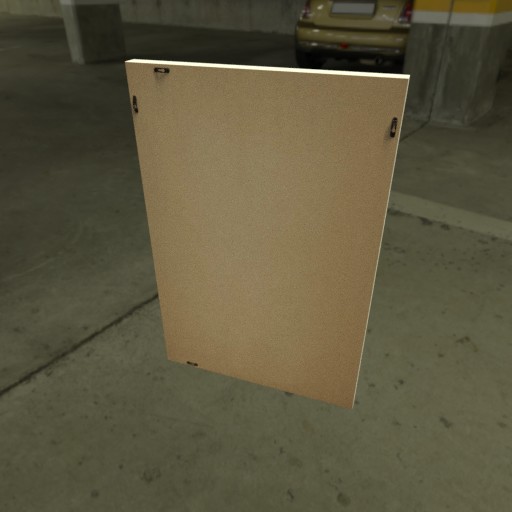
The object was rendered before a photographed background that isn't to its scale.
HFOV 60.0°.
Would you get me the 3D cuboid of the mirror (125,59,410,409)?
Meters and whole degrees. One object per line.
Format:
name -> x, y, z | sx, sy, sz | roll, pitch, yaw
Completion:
mirror -> 0.000, 0.000, 1.157 | 0.609, 0.914, 0.041 | 10, 33, 16
